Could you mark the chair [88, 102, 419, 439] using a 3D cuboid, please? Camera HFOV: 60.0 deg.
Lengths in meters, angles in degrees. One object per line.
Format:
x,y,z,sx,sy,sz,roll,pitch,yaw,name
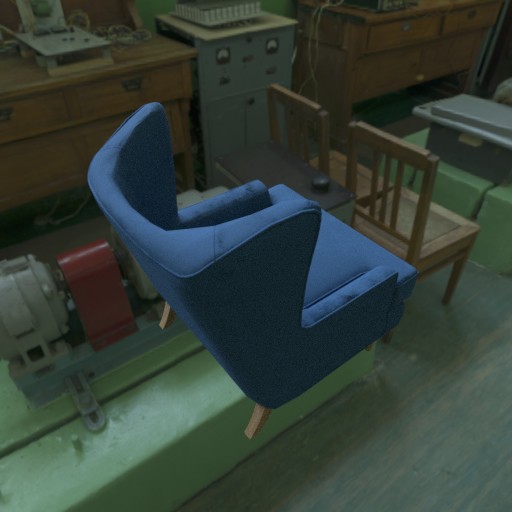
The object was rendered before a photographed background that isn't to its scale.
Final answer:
0.000,0.000,1.585,0.910,0.952,0.793,-26,47,-28,chair
